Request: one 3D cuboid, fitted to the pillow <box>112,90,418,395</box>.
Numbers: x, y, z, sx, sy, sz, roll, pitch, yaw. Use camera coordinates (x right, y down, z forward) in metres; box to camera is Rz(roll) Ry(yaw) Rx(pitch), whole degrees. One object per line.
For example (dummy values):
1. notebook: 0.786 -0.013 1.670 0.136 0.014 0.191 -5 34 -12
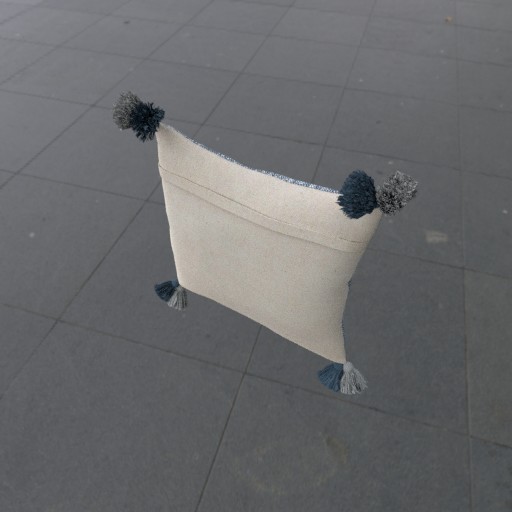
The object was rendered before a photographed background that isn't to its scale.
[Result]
1. pillow: 0.000 0.000 0.939 0.614 0.634 0.138 24 51 21
